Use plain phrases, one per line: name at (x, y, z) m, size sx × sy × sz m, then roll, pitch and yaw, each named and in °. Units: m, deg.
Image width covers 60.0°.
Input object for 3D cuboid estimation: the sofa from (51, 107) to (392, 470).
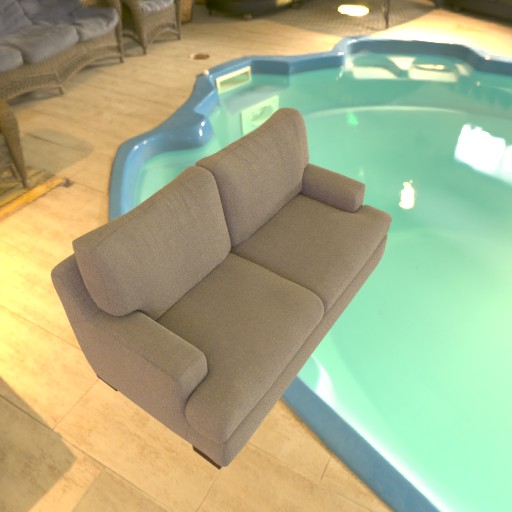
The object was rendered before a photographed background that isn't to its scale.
sofa at (0.000, 0.000, 2.493) m, size 0.962 × 0.980 × 1.855 m, roll 25°, pitch 48°, yaw 25°
